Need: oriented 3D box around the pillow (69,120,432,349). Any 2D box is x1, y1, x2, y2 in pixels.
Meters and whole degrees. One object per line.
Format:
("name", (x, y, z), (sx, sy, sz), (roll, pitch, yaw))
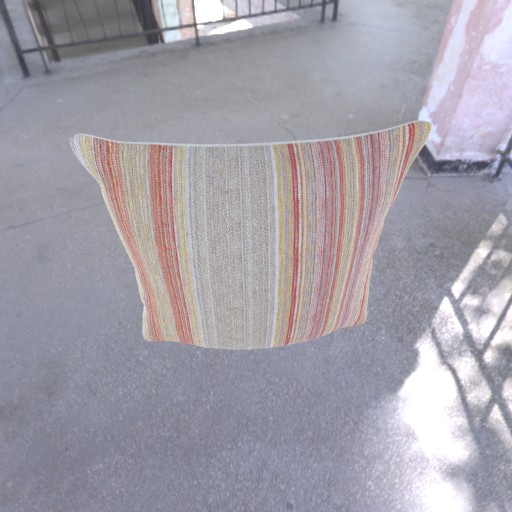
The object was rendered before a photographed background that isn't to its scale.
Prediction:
("pillow", (0.000, 0.000, 0.702), (0.451, 0.449, 0.191), (-4, 46, -3))
